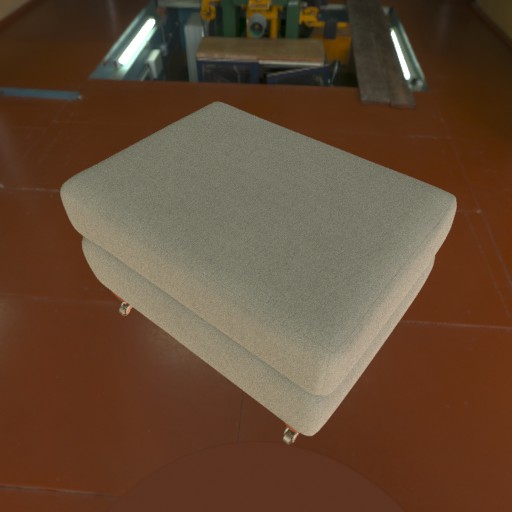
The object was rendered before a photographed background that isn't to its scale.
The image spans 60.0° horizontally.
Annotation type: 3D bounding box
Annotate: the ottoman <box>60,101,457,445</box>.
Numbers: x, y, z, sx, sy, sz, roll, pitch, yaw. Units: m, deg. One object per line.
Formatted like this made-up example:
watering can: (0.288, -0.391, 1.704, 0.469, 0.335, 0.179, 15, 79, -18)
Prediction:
ottoman: (0.000, 0.000, 1.155, 0.773, 0.504, 0.569, 30, 53, 26)
